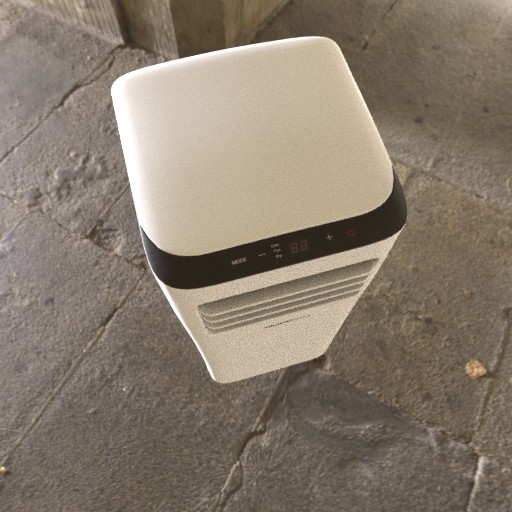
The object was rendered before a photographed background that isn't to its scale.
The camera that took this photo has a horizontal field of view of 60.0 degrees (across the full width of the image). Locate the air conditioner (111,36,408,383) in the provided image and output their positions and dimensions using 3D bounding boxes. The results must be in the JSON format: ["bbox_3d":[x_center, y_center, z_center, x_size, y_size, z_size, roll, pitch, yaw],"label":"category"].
[{"bbox_3d":[0.000,0.000,0.907,0.352,0.716,0.369,-14,64,-7],"label":"air conditioner"}]
